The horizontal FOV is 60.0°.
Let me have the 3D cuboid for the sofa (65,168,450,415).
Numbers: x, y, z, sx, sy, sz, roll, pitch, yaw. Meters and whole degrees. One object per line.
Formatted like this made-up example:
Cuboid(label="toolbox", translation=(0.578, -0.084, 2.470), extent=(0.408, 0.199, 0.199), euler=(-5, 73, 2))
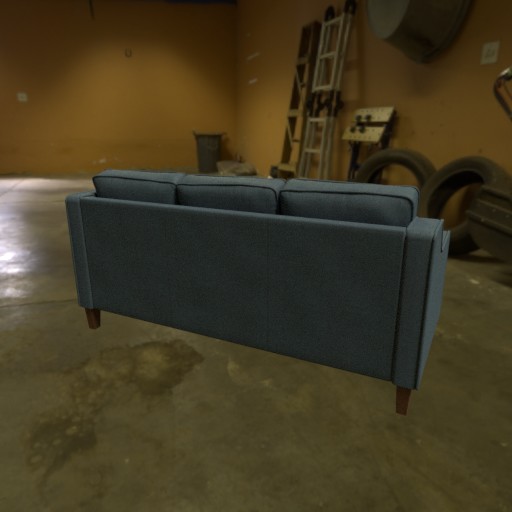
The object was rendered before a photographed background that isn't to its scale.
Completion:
Cuboid(label="sofa", translation=(0.000, 0.000, 2.565), extent=(1.986, 0.974, 0.911), euler=(8, 18, 26))
